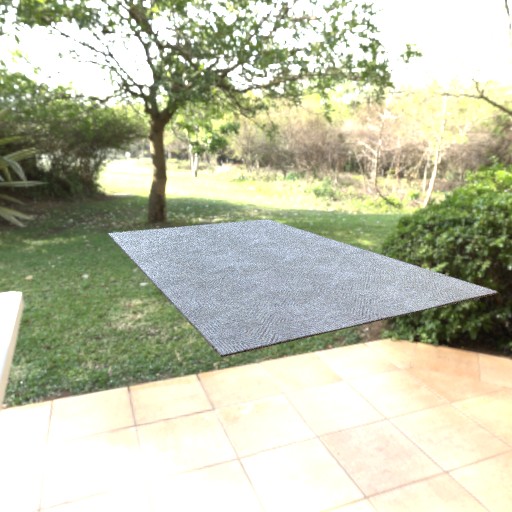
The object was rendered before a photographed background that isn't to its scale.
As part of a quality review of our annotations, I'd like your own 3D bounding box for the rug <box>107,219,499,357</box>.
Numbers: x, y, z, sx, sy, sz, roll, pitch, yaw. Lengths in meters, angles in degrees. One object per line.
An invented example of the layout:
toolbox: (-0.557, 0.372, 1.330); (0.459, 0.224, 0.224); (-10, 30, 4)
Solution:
rug: (0.000, 0.000, 2.944); (1.519, 0.007, 2.428); (-7, 16, -26)
